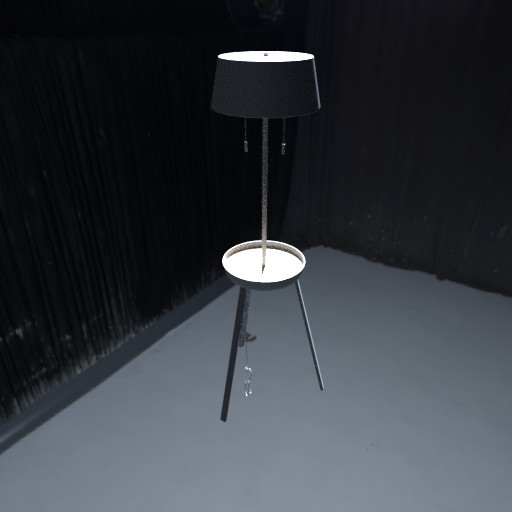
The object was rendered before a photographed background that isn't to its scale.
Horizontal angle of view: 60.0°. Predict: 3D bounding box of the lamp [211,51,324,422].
[{"bbox_3d":[0.000,0.000,1.715,0.508,1.429,0.468,21,35,32],"label":"lamp"}]
